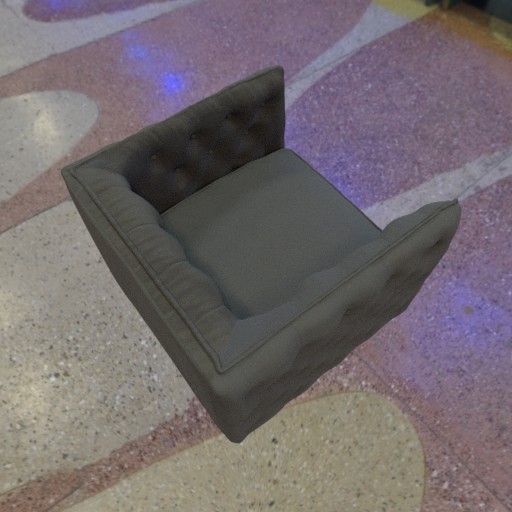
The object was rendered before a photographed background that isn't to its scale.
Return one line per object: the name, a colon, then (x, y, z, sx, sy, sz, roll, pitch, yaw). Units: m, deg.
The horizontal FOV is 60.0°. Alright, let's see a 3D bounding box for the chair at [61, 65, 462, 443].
chair: (0.000, 0.000, 1.648, 0.913, 0.807, 0.946, -33, 63, -19)
